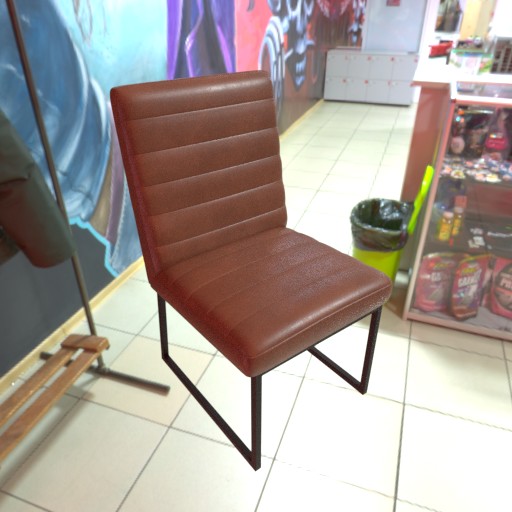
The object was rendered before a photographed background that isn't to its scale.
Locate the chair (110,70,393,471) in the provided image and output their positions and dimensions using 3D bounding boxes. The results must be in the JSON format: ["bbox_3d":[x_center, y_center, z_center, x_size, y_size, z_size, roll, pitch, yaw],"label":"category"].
[{"bbox_3d":[0.000,0.000,1.305,0.520,0.930,0.634,-21,37,-32],"label":"chair"}]
